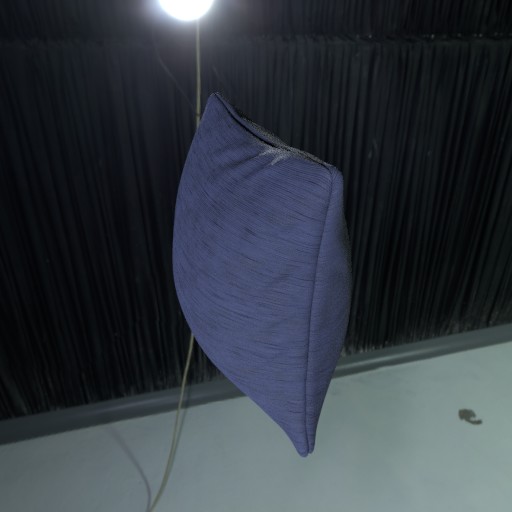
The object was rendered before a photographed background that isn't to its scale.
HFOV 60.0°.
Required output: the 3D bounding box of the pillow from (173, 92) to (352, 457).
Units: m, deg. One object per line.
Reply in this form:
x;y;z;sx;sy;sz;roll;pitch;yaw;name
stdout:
0.000;0.000;0.683;0.246;0.414;0.432;-10;32;-17;pillow
